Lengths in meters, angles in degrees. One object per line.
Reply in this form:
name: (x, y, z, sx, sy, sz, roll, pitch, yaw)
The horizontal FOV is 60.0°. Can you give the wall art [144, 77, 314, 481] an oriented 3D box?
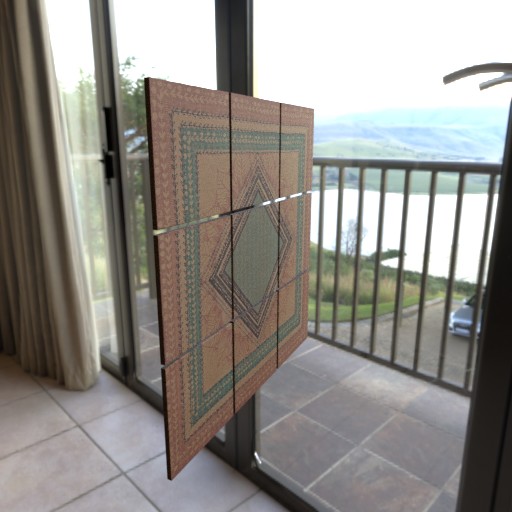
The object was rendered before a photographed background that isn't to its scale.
wall art: (0.000, 0.000, 1.355, 0.013, 0.914, 0.915, 7, 16, 26)
